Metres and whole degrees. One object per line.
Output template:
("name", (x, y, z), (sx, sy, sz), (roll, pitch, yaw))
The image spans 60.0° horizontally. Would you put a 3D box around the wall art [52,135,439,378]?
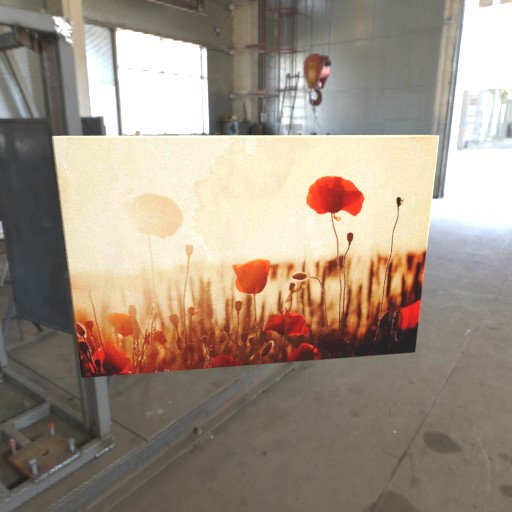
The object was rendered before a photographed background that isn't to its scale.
("wall art", (0.000, 0.000, 0.768), (0.613, 0.402, 0.040), (-2, 16, -8))
